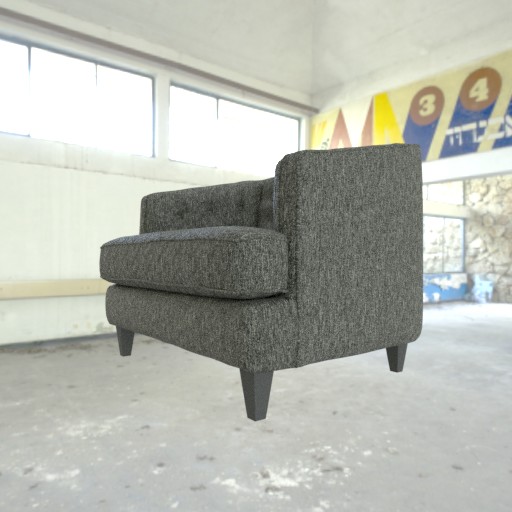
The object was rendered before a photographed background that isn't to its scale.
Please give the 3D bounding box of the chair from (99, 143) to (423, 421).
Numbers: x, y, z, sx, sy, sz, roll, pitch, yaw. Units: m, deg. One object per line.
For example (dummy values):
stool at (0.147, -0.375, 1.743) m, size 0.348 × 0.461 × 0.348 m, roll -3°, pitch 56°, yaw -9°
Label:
chair at (0.000, 0.000, 1.747) m, size 0.941 × 0.852 × 1.104 m, roll 0°, pitch -1°, yaw -37°
